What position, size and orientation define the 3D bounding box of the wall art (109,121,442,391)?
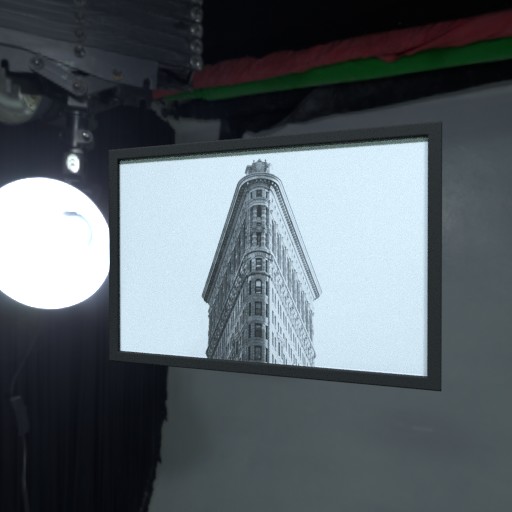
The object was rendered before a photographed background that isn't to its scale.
[{"bbox_3d":[0.000,0.000,1.245,0.964,0.659,0.049,0,0,20],"label":"wall art"}]
